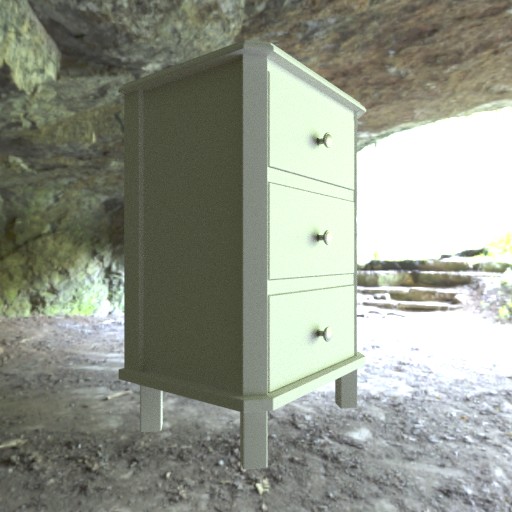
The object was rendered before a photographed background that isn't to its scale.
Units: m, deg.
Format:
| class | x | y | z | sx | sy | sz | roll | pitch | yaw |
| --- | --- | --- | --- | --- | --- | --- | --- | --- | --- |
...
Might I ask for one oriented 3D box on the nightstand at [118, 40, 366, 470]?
| class | x | y | z | sx | sy | sz | roll | pitch | yaw |
| --- | --- | --- | --- | --- | --- | --- | --- | --- | --- |
| nightstand | 0.000 | 0.000 | 0.940 | 0.351 | 0.681 | 0.435 | 0 | 0 | 37 |
